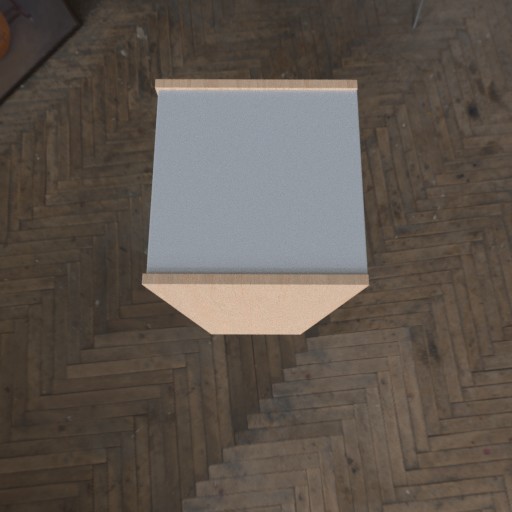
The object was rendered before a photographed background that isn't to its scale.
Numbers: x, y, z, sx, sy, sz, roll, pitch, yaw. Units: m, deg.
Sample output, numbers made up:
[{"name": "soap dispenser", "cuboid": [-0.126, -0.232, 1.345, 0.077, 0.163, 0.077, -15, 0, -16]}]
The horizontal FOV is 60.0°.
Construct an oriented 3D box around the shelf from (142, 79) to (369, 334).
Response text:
[{"name": "shelf", "cuboid": [0.000, 0.000, 1.037, 0.290, 0.900, 0.300, 0, 76, 0]}]
